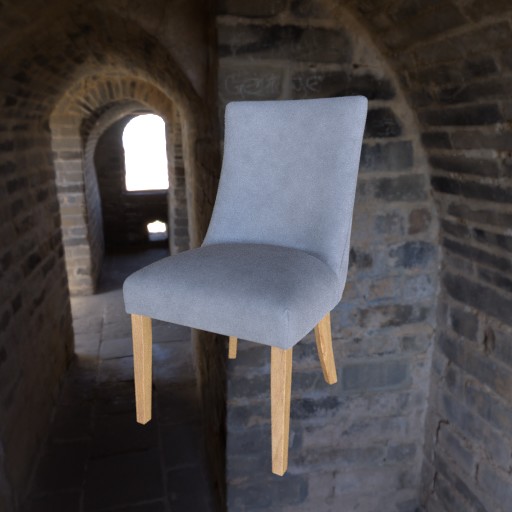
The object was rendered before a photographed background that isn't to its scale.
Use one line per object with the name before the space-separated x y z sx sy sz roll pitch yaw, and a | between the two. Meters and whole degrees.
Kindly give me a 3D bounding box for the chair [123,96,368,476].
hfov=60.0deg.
chair | 0.000 0.000 1.286 0.495 0.902 0.610 8 16 27
